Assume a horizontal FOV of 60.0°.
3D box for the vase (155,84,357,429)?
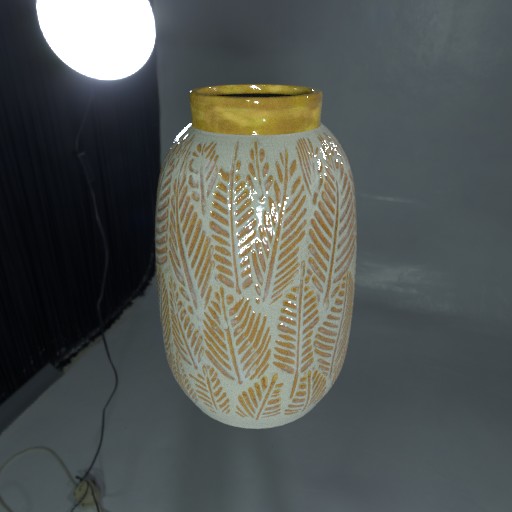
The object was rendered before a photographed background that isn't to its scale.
[{"bbox_3d":[0.000,0.000,0.383,0.172,0.270,0.172,0,26,0],"label":"vase"}]
